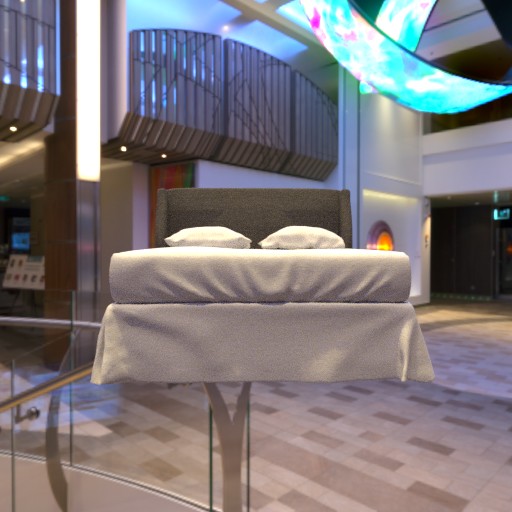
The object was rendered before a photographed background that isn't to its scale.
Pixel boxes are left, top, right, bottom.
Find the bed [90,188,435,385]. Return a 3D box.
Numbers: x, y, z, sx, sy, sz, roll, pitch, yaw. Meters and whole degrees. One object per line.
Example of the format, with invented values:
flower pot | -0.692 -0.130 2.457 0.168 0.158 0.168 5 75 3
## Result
bed | 0.000 0.000 3.382 1.925 1.332 2.276 0 1 -1
